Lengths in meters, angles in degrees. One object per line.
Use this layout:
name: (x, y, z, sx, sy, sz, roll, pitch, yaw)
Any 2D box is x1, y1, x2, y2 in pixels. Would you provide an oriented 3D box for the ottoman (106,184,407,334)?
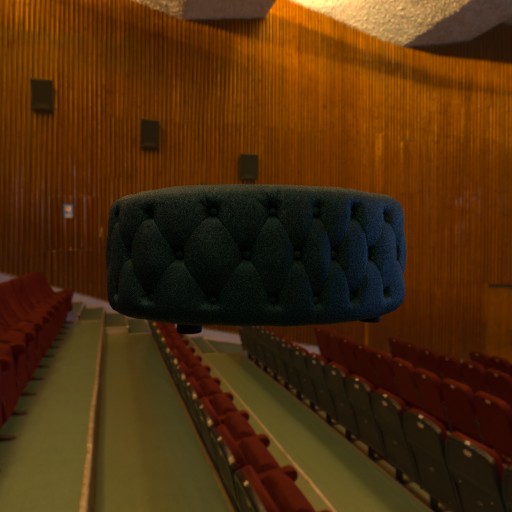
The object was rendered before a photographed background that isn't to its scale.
ottoman: (0.000, 0.000, 1.553, 0.998, 0.398, 0.998, 0, 1, 0)
